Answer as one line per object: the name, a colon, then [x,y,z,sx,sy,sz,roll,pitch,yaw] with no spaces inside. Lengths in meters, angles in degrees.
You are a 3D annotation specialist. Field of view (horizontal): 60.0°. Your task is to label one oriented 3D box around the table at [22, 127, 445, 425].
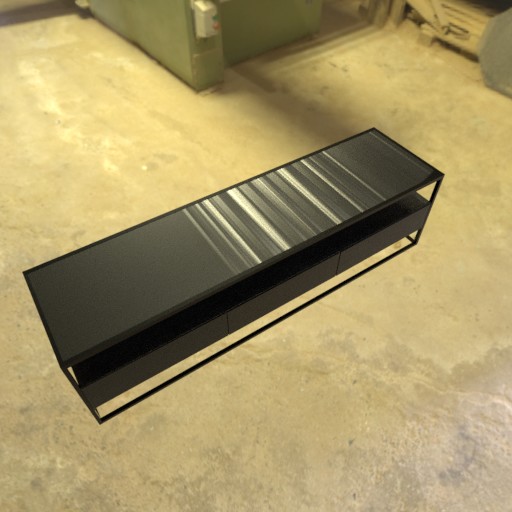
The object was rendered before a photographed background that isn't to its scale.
table: [0.000,0.000,1.692,1.486,0.395,0.399,-26,53,-21]
